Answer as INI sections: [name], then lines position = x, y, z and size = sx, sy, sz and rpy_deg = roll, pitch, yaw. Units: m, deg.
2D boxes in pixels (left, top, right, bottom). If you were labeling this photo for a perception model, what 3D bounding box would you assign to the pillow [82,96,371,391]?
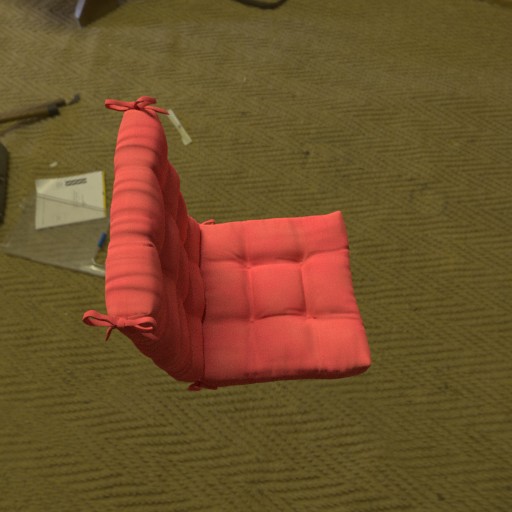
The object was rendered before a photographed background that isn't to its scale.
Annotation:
[pillow]
position = 0.000, 0.000, 1.036
size = 0.571, 0.605, 0.519
rpy_deg = -4, 63, -2
